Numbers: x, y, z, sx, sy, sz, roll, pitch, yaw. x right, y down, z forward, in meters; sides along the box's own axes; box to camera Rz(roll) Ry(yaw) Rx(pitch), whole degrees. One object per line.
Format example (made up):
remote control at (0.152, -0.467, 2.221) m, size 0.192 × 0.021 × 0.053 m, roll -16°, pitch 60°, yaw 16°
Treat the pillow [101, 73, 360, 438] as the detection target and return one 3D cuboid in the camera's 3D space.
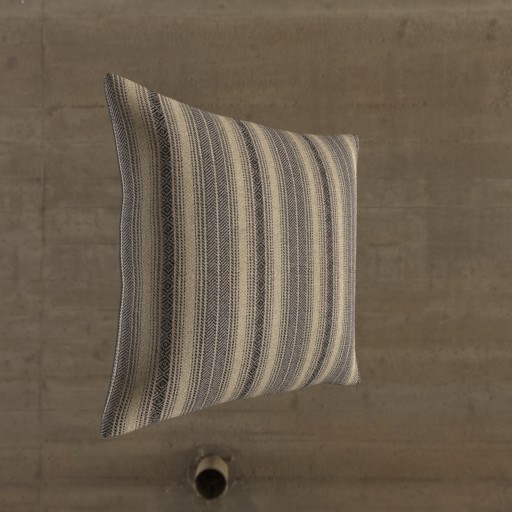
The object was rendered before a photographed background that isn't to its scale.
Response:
pillow at (0.000, 0.000, 0.761) m, size 0.520 × 0.508 × 0.166 m, roll 1°, pitch -2°, yaw -35°
